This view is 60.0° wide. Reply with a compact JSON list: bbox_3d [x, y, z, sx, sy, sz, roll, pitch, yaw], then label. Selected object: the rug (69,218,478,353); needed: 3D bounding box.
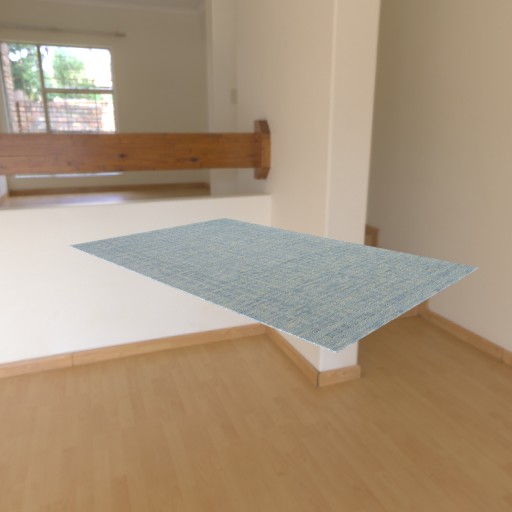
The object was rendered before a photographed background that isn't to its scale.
[{"bbox_3d":[0.000,0.000,2.241,1.752,0.006,1.142,15,21,42],"label":"rug"}]
